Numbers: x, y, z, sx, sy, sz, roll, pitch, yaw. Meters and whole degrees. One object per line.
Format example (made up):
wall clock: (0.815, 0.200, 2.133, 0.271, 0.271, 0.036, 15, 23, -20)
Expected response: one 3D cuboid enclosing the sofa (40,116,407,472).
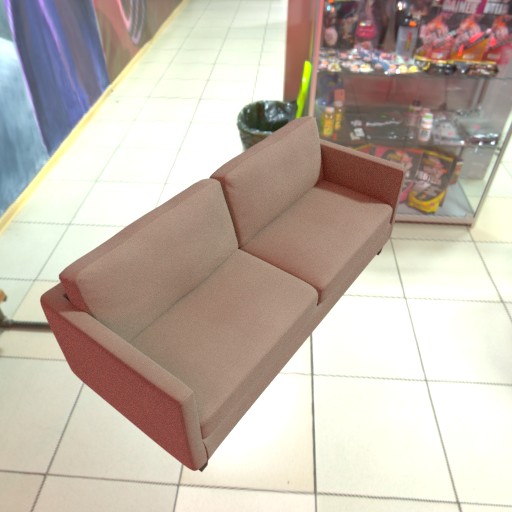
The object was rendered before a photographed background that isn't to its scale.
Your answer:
sofa: (0.000, 0.000, 2.656, 0.948, 0.932, 2.181, 26, 48, 27)
